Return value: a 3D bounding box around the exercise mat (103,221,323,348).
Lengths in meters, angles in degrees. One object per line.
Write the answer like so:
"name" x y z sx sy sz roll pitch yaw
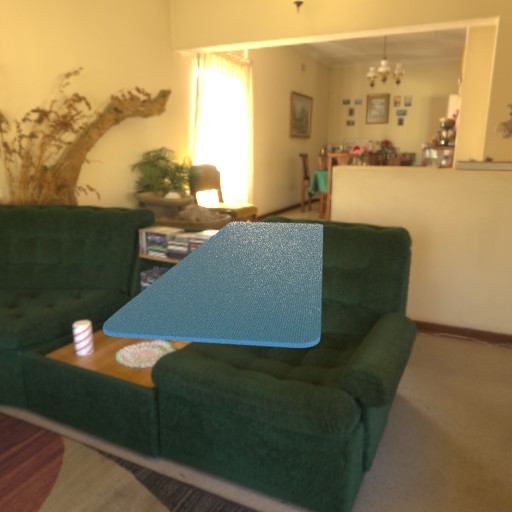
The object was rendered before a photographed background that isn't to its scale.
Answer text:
"exercise mat" 0.000 0.000 2.075 0.616 0.021 1.869 2 14 8
